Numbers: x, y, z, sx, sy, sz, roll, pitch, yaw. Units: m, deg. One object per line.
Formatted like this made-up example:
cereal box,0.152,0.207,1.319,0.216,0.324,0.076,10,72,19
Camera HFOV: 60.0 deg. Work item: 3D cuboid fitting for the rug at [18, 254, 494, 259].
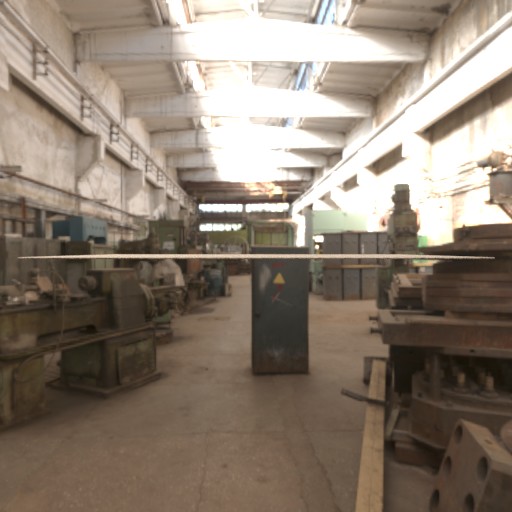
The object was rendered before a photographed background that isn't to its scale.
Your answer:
rug,0.000,0.000,3.018,2.442,0.010,1.546,0,1,0
